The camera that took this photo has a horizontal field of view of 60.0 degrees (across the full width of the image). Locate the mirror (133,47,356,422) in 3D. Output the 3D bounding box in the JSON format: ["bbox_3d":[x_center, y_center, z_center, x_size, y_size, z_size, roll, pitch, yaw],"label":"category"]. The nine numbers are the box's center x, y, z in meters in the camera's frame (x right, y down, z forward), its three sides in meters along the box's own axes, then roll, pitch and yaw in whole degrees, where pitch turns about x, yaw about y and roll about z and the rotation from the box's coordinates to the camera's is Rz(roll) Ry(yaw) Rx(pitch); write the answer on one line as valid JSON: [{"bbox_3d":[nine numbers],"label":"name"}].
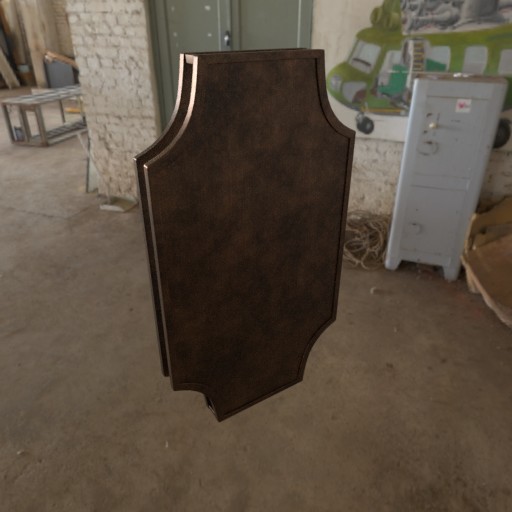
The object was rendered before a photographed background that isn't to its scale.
[{"bbox_3d":[0.000,0.000,0.964,0.462,0.811,0.066,-17,33,-29],"label":"mirror"}]
